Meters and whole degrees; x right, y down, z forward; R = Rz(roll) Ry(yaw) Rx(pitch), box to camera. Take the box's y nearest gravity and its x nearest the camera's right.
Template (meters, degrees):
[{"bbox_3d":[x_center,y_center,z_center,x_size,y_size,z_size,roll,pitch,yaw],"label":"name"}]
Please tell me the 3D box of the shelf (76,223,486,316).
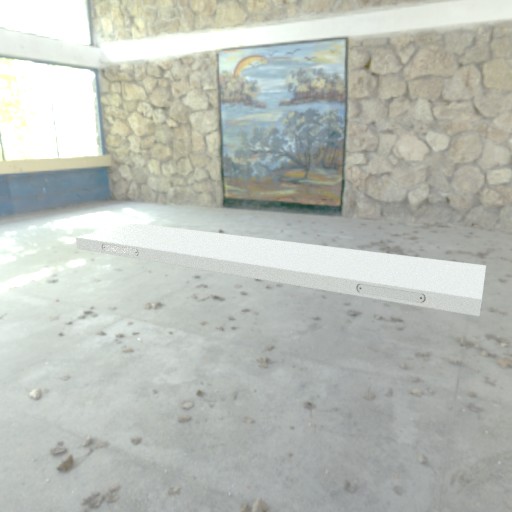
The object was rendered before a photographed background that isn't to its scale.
[{"bbox_3d":[0.000,0.000,0.663,0.610,0.020,0.140,8,17,27],"label":"shelf"}]
